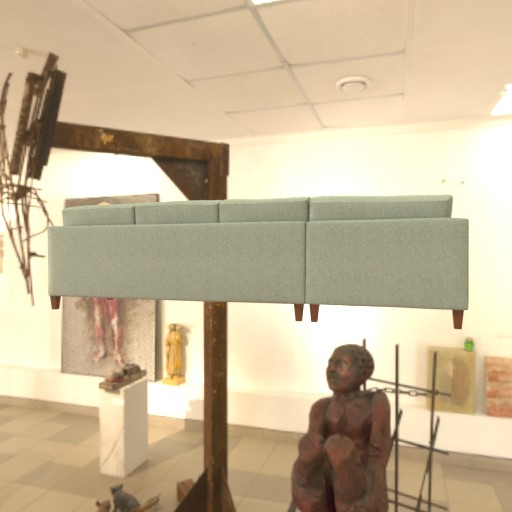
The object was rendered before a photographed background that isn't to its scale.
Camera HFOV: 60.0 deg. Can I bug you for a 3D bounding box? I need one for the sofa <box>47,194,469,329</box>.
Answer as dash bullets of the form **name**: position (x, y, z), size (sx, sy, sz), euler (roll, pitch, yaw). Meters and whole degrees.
- **sofa**: position (0.000, 0.000, 4.193), size (3.470, 0.953, 1.600), euler (0, 1, 17)
